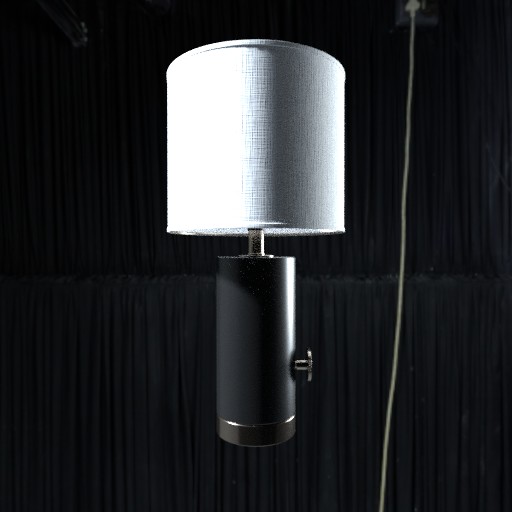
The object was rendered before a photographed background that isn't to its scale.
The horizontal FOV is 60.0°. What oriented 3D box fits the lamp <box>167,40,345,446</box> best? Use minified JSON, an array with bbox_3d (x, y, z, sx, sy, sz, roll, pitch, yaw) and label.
[{"bbox_3d":[0.000,0.000,0.613,0.240,0.482,0.241,0,0,0],"label":"lamp"}]
